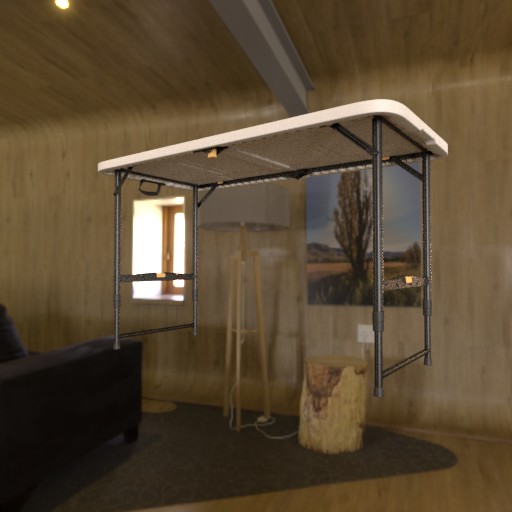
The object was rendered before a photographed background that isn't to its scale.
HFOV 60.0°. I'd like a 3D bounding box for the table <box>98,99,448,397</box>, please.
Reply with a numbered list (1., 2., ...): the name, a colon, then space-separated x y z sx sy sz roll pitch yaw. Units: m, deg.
1. table: 0.000 0.000 1.645 1.245 0.737 0.611 -1 -2 36
